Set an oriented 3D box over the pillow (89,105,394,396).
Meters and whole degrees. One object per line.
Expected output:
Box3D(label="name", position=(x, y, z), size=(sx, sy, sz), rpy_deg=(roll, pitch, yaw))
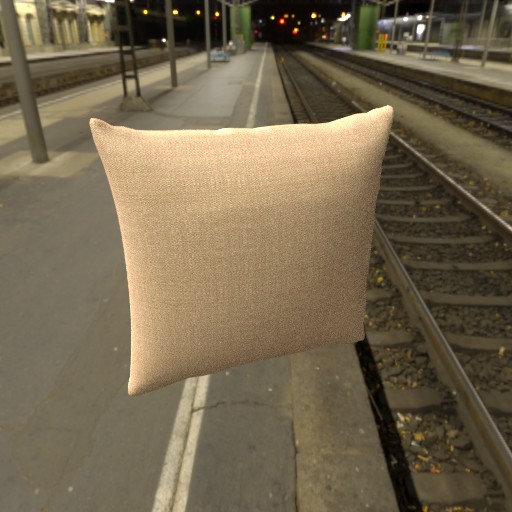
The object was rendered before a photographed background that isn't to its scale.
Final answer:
Box3D(label="pillow", position=(0.000, 0.000, 0.819), size=(0.521, 0.519, 0.215), rpy_deg=(-9, 28, -18))
